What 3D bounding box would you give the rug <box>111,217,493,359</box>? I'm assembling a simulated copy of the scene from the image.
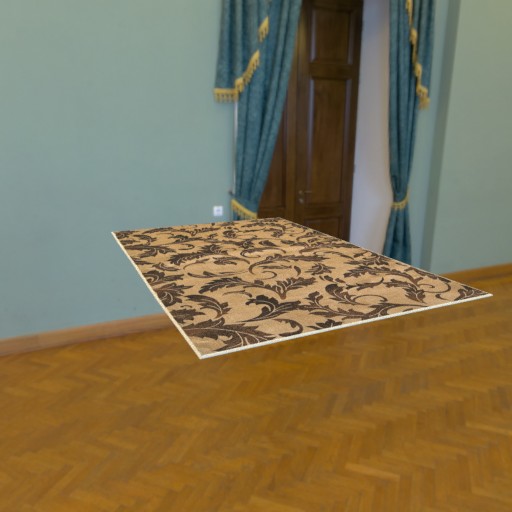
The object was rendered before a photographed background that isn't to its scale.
[{"bbox_3d":[0.000,0.000,2.873,1.522,0.008,2.284,-7,17,-24],"label":"rug"}]
